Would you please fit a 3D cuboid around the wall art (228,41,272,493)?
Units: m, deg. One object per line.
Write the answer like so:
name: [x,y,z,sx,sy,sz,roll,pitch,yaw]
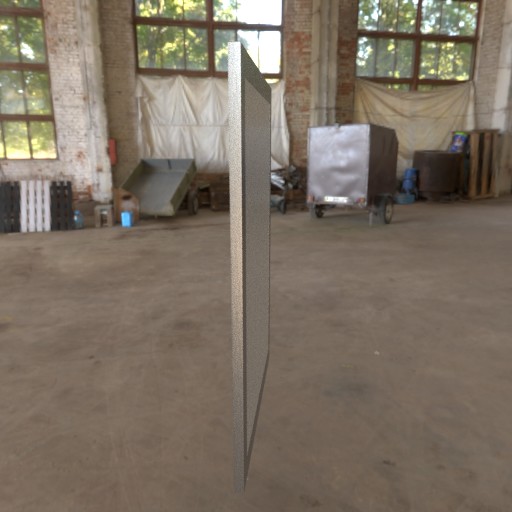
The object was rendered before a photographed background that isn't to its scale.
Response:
wall art: [0.000,0.000,0.682,0.013,0.529,0.376,2,14,6]
